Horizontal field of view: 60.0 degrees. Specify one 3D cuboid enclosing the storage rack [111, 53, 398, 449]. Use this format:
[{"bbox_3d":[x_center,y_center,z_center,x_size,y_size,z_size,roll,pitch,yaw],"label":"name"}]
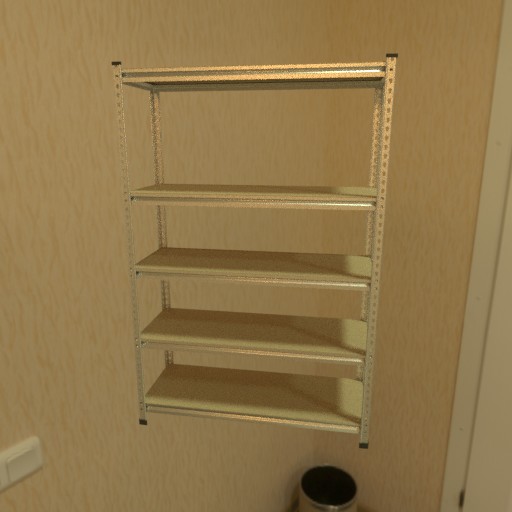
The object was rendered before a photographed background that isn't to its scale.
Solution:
[{"bbox_3d":[0.000,0.000,2.299,1.219,1.829,0.457,2,15,9],"label":"storage rack"}]
